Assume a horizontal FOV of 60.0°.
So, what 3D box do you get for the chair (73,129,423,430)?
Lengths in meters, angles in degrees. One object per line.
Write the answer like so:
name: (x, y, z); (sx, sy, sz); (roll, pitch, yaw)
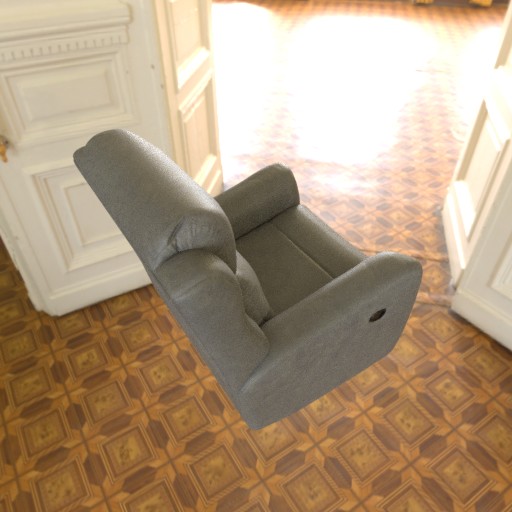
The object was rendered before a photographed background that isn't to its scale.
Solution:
chair: (0.000, 0.000, 1.856); (1.068, 1.116, 0.965); (-24, 47, -24)
